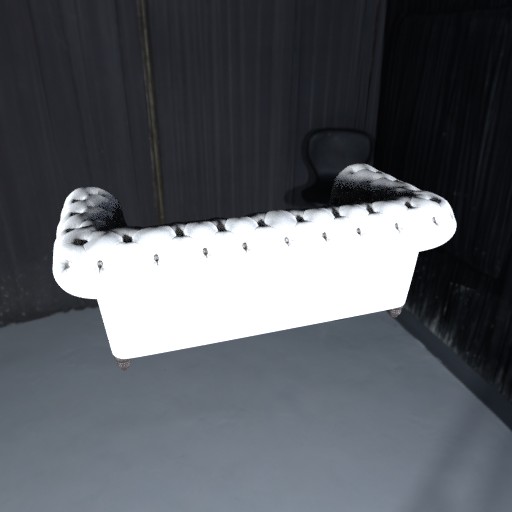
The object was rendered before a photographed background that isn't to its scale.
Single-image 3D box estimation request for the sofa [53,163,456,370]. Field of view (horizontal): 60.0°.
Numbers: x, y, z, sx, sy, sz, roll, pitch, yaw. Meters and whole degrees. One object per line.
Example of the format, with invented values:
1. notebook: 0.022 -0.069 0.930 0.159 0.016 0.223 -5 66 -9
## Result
1. sofa: 0.000 0.000 2.491 1.998 0.764 0.986 -8 27 -16
